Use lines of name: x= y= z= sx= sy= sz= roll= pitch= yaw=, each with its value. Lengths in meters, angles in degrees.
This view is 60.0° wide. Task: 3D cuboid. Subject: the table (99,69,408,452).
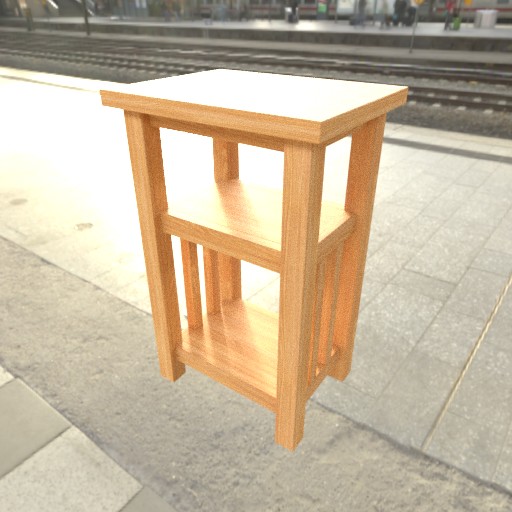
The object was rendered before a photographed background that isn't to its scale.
table: x=0.000 y=0.000 z=0.766 sx=0.350 sy=0.550 sz=0.270 roll=19 pitch=35 yaw=30
